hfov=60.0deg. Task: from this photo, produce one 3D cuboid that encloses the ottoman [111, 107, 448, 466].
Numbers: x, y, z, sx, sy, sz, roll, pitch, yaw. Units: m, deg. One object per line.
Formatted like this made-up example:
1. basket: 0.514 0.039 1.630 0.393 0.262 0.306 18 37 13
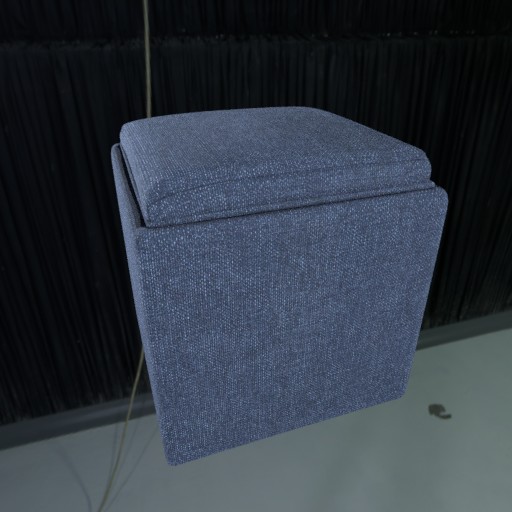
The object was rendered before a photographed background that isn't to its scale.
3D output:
1. ottoman: 0.000 0.000 0.837 0.454 0.493 0.436 -10 31 -17
